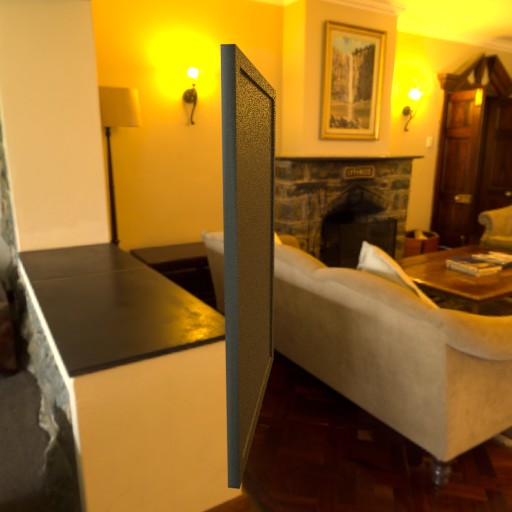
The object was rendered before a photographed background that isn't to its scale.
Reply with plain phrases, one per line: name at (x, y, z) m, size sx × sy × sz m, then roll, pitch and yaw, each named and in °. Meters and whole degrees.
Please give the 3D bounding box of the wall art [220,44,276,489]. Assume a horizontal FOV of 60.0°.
wall art at (0.000, 0.000, 0.562) m, size 0.013 × 0.431 × 0.303 m, roll 2°, pitch 13°, yaw 9°
